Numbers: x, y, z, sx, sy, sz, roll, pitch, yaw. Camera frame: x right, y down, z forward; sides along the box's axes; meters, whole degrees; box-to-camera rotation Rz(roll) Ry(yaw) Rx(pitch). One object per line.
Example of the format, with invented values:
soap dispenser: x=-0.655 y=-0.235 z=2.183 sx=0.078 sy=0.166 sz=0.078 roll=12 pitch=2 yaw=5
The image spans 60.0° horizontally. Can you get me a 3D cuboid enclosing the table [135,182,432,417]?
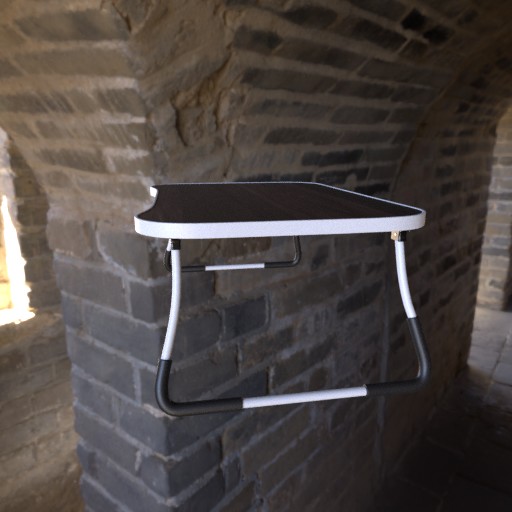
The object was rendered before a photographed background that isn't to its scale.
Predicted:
table: x=0.000 y=0.000 z=0.847 sx=0.400 sy=0.232 sz=0.660 roll=-3 pitch=14 yaw=-10
